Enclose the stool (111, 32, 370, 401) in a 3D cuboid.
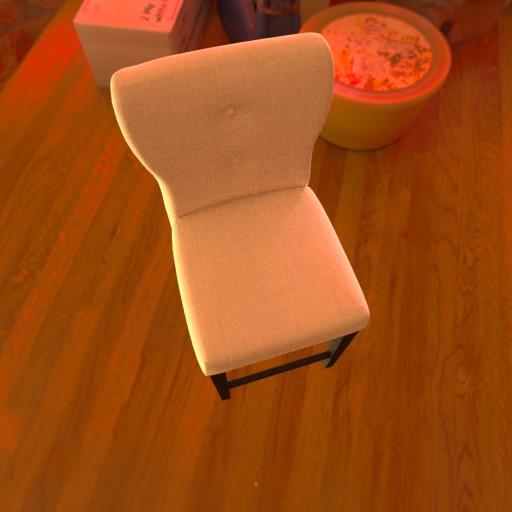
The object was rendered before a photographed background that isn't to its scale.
[{"bbox_3d":[0.000,0.000,1.292,0.514,0.972,0.603,-15,64,-8],"label":"stool"}]
